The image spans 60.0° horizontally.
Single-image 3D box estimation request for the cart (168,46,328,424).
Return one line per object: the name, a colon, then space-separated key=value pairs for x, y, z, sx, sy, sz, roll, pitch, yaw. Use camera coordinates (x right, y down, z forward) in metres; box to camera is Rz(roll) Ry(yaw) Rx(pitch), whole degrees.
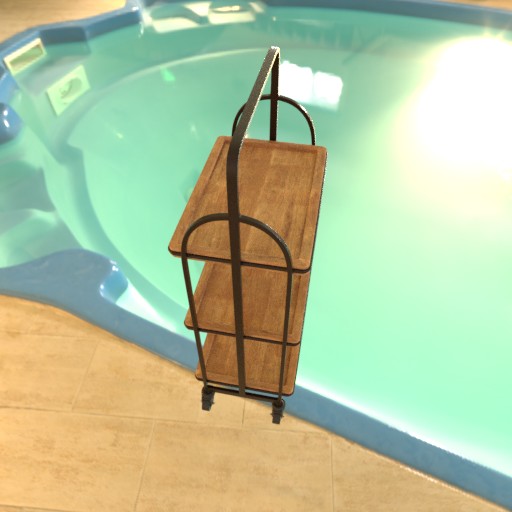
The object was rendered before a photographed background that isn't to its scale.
cart: x=0.000 y=0.000 z=1.275 sx=0.327 sy=1.001 sz=0.553 roll=8 pitch=48 yaw=7
